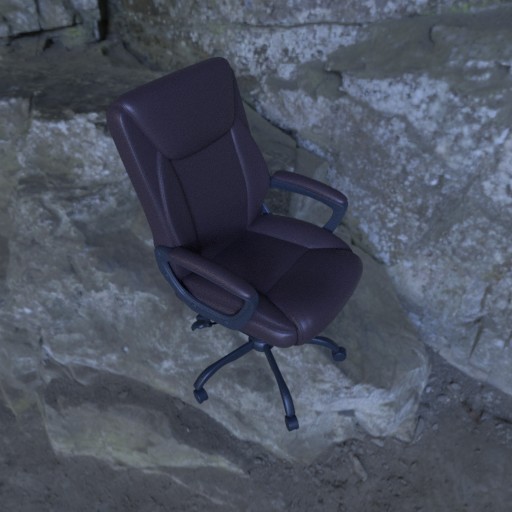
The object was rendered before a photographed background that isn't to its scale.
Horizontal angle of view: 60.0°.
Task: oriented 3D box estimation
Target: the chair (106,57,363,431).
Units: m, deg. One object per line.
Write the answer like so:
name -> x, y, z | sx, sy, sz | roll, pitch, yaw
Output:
chair -> 0.000, 0.000, 1.458 | 0.655, 1.072, 0.615 | 25, 47, 26
